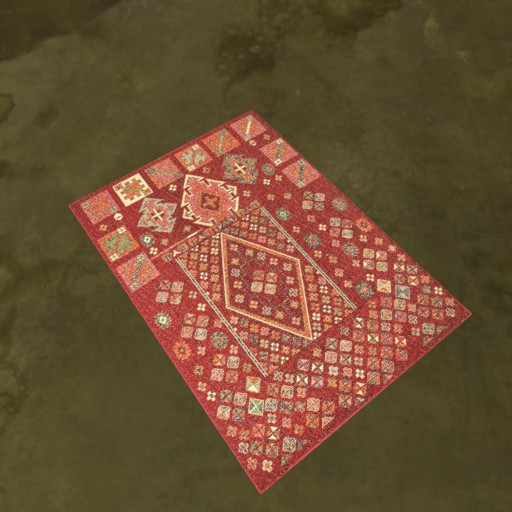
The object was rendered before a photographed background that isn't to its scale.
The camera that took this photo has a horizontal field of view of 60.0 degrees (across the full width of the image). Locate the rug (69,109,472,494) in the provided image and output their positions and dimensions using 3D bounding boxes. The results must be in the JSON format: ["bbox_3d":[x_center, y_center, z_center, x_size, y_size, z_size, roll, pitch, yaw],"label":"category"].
[{"bbox_3d":[0.000,0.000,2.841,1.579,0.007,2.184,-33,65,-18],"label":"rug"}]
